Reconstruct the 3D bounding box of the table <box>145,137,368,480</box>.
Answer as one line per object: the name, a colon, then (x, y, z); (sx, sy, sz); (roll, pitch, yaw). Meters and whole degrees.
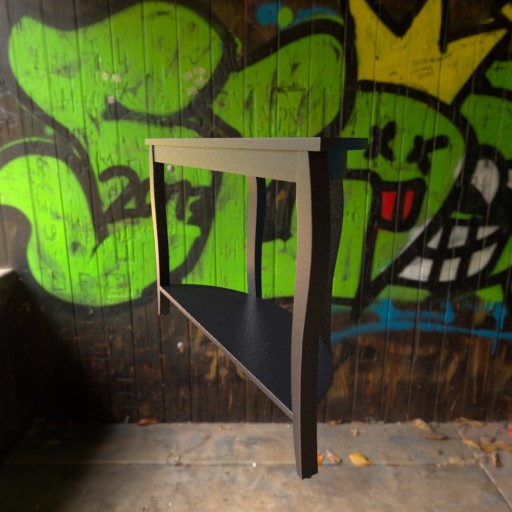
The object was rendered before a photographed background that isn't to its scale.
table: (0.000, 0.000, 1.521); (0.394, 0.780, 1.219); (-8, 17, -27)
